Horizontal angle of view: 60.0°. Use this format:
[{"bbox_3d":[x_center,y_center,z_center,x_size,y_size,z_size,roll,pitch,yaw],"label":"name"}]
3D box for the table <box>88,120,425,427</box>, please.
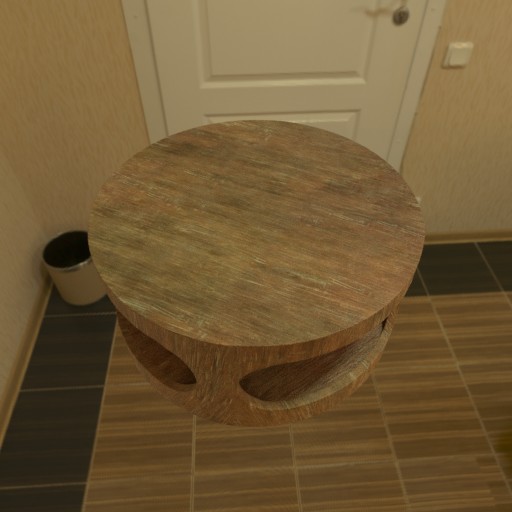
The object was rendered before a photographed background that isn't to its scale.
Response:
[{"bbox_3d":[0.000,0.000,1.488,0.974,0.450,0.974,0,47,0],"label":"table"}]
